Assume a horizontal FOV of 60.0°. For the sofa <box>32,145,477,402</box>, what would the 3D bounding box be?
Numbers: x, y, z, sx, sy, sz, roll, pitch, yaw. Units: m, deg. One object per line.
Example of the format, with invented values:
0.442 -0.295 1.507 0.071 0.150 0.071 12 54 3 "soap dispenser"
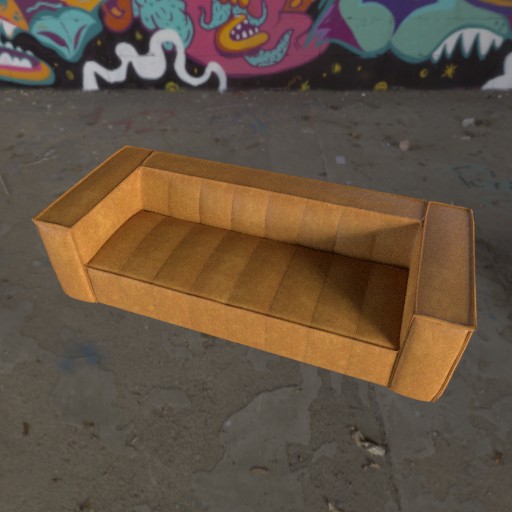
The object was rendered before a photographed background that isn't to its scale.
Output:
0.000 0.000 2.958 2.581 0.701 1.102 13 43 15 "sofa"
